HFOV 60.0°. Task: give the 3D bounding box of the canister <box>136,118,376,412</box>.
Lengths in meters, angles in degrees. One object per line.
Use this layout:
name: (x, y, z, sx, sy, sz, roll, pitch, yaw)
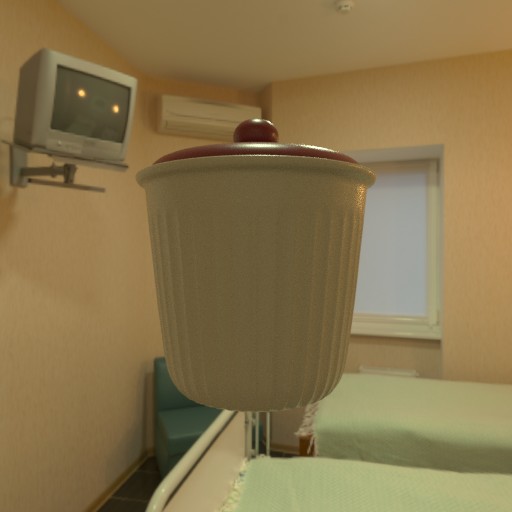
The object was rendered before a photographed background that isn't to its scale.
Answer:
canister: (0.000, 0.000, 0.345, 0.181, 0.211, 0.181, 0, 1, 0)
